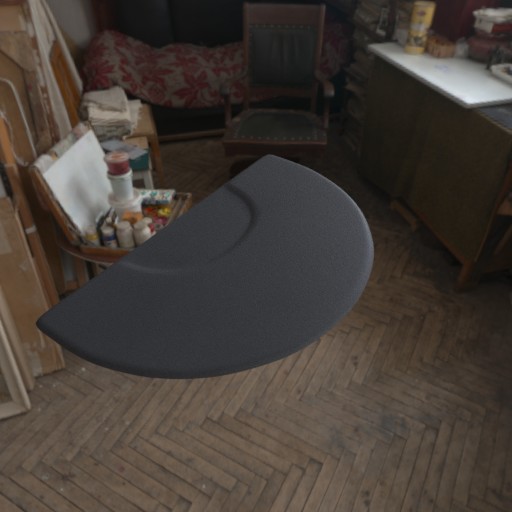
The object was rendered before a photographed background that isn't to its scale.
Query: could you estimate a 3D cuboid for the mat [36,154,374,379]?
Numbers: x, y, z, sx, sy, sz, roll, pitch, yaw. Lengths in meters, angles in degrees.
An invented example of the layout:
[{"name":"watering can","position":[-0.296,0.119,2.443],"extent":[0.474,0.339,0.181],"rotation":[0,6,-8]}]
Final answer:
[{"name":"mat","position":[0.000,0.000,1.863],"extent":[0.917,0.022,1.525],"rotation":[25,47,26]}]
